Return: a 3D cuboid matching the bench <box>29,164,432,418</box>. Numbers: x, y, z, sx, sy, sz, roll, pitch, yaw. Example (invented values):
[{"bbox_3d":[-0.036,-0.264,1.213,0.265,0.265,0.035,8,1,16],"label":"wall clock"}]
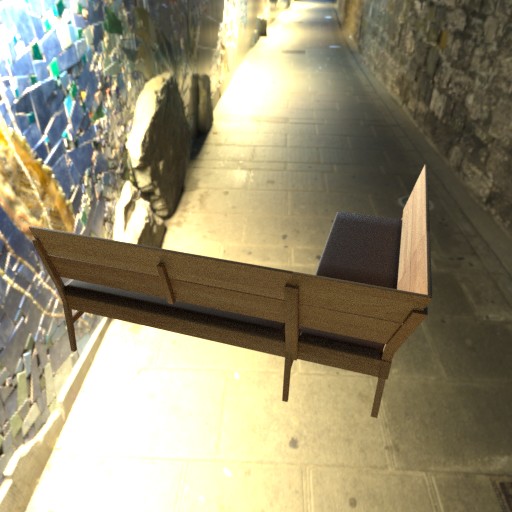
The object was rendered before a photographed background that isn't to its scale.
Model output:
[{"bbox_3d":[0.000,0.000,2.852,1.975,0.890,1.549,9,33,14],"label":"bench"}]
